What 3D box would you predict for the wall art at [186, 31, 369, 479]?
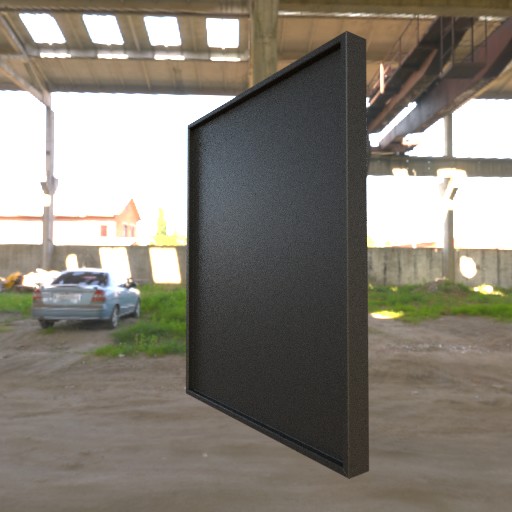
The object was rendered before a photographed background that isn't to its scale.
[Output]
[{"bbox_3d":[0.000,0.000,0.743,0.039,0.555,0.449,1,-2,-35],"label":"wall art"}]
